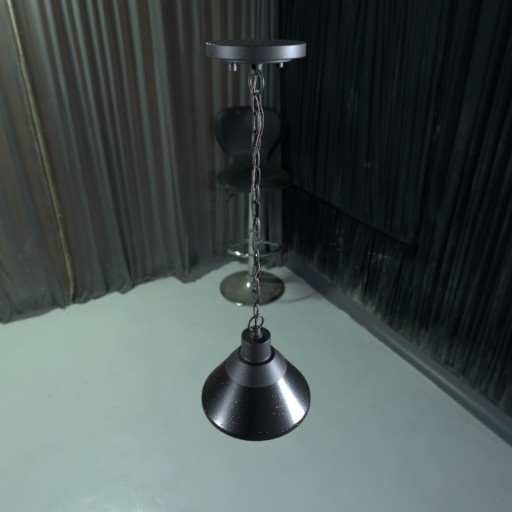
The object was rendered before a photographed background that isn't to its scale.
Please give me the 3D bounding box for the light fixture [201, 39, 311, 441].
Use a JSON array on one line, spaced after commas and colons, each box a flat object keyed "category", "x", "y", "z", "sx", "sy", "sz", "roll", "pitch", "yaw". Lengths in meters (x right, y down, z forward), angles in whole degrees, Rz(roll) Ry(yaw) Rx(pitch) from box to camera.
[{"category": "light fixture", "x": 0.000, "y": 0.000, "z": 0.676, "sx": 0.201, "sy": 0.588, "sz": 0.201, "roll": -18, "pitch": 34, "yaw": -30}]
